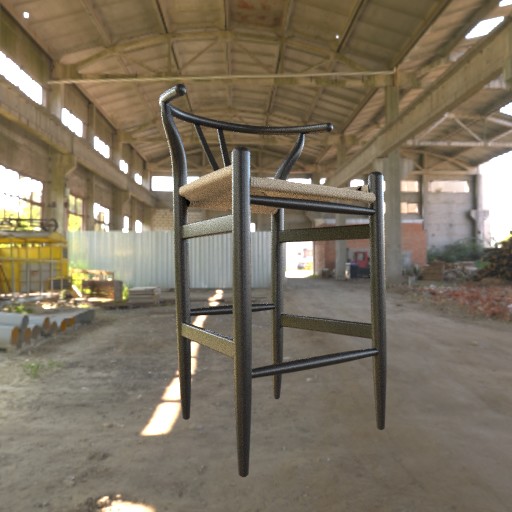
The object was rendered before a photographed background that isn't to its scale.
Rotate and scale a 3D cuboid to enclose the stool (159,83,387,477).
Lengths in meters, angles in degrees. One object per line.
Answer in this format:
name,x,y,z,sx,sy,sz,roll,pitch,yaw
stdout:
stool,0.000,0.000,1.330,0.569,0.970,0.579,1,-1,-36
